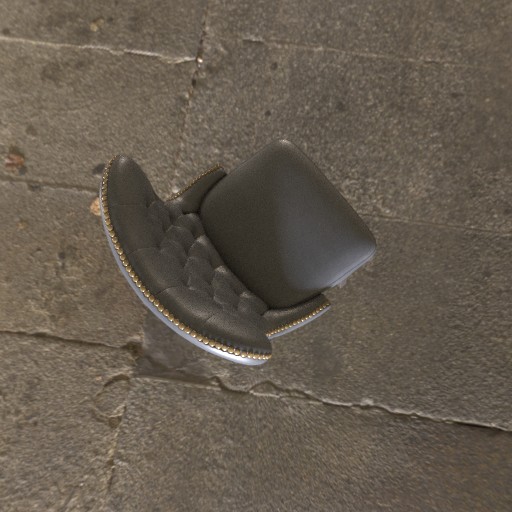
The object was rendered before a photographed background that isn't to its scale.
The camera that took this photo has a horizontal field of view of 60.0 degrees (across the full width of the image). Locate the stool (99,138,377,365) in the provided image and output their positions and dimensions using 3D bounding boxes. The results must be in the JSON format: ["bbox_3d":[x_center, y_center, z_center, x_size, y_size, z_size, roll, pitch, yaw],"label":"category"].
[{"bbox_3d":[0.000,0.000,1.330,0.593,0.971,0.528,-36,78,-9],"label":"stool"}]
